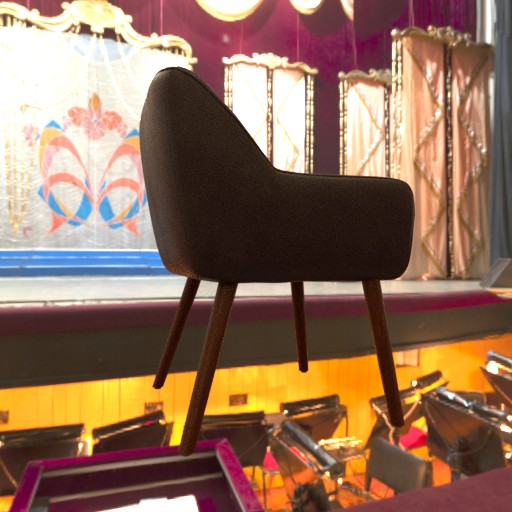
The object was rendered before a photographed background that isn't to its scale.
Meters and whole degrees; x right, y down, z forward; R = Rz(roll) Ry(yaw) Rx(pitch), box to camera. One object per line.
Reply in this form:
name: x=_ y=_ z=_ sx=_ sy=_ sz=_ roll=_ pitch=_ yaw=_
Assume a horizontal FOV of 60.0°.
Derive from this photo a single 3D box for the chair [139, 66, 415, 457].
chair: x=0.000 y=0.000 z=1.233 sx=0.610 sy=0.828 sz=0.610 roll=0 pitch=0 yaw=-19
